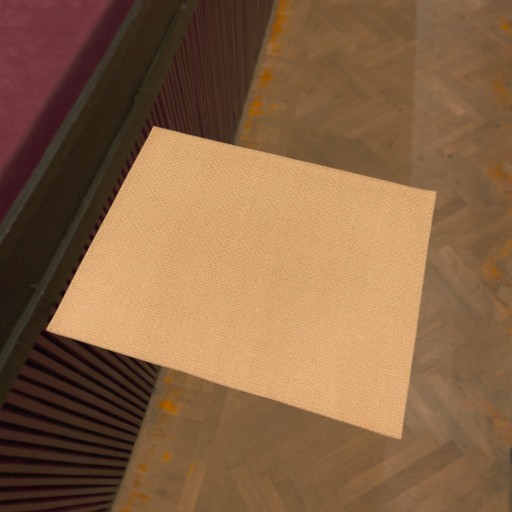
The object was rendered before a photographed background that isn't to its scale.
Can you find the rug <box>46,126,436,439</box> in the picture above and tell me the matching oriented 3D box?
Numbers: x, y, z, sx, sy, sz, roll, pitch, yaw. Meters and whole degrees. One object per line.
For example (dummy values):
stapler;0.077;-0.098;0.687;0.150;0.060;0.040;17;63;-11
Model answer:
rug;0.000;0.000;3.904;2.897;0.035;2.277;15;64;7
